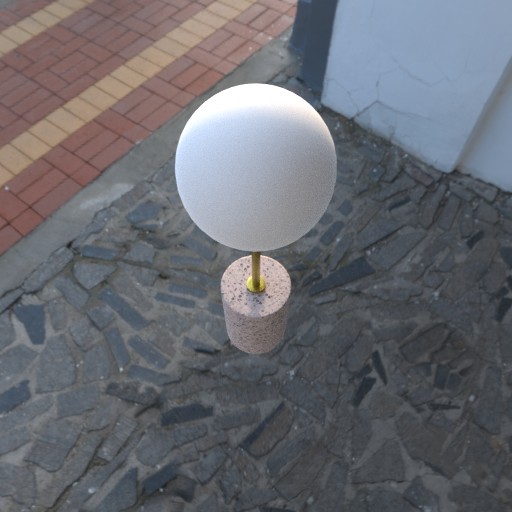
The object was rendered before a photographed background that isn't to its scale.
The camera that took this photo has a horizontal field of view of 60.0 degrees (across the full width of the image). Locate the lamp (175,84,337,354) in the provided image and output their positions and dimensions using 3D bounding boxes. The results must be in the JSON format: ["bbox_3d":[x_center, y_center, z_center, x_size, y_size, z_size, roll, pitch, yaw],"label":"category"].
[{"bbox_3d":[0.000,0.000,0.566,0.153,0.480,0.153,0,59,0],"label":"lamp"}]
